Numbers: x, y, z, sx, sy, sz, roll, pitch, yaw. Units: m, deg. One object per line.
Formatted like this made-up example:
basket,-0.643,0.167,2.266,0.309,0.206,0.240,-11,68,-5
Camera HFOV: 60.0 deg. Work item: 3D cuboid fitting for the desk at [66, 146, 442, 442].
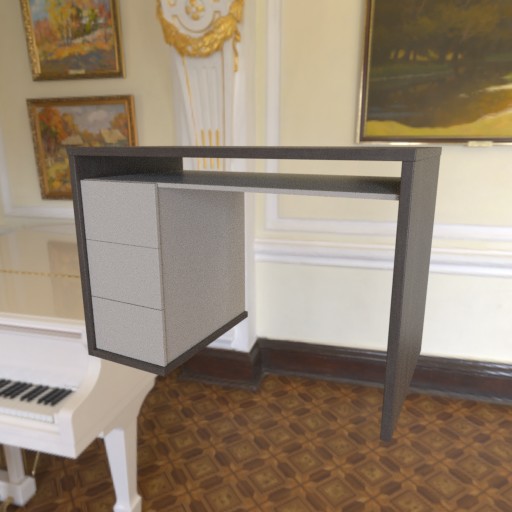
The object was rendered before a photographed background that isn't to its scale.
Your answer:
desk,0.000,0.000,1.568,1.100,0.750,0.600,7,16,26
